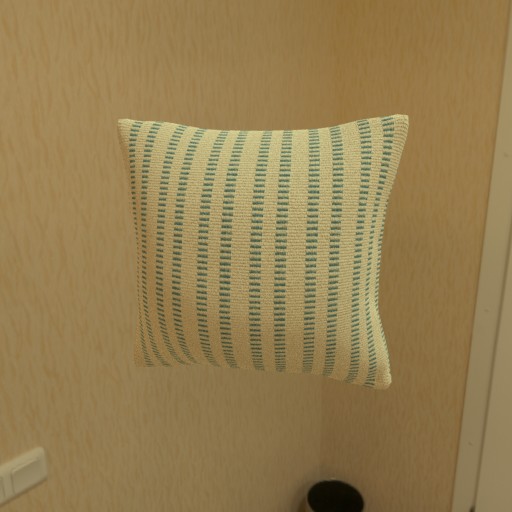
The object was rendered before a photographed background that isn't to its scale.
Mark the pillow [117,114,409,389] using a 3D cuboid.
[{"bbox_3d":[0.000,0.000,0.696,0.438,0.419,0.247,2,14,10],"label":"pillow"}]
